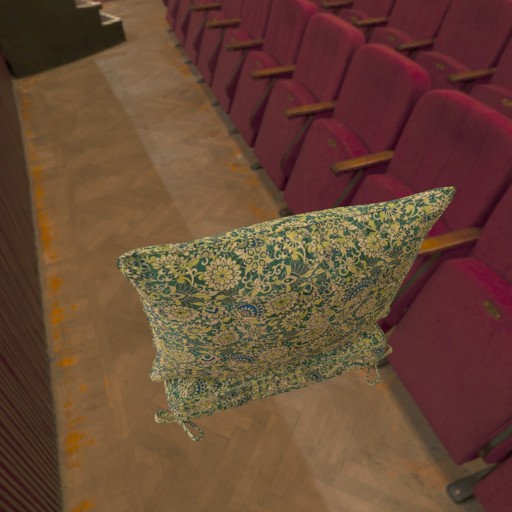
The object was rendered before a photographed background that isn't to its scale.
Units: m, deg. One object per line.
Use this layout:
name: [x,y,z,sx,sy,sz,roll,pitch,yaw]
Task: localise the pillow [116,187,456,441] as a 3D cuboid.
pillow: [0.000,0.000,1.359,0.798,0.722,0.740,-13,45,-13]
